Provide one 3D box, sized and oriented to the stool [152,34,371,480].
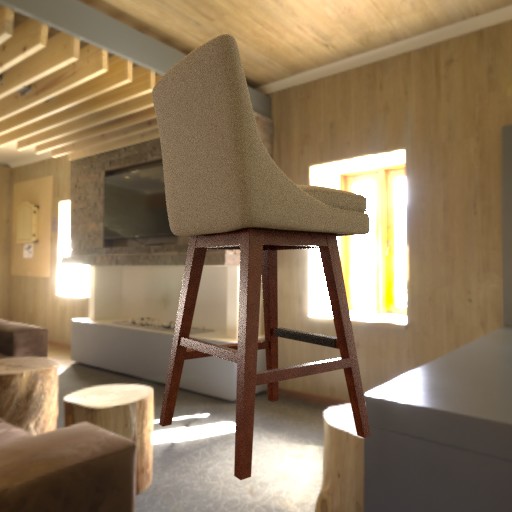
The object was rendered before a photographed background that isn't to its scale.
[{"bbox_3d":[0.000,0.000,1.390,0.559,1.092,0.470,1,-2,-36],"label":"stool"}]
